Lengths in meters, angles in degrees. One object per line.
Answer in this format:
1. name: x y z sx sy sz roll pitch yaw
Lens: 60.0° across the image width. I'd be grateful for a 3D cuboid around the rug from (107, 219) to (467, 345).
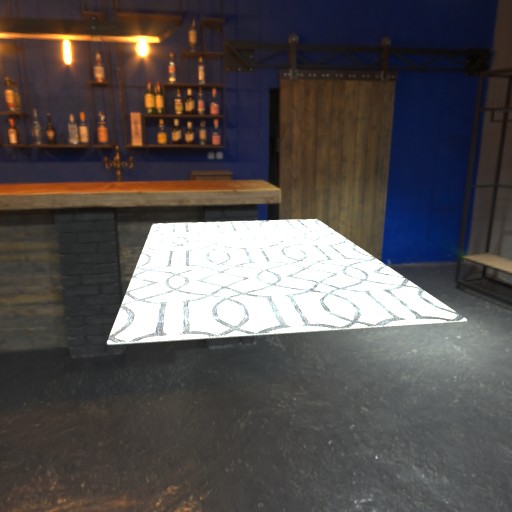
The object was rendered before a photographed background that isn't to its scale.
1. rug: 0.000 0.000 2.951 1.521 0.017 2.365 -2 16 -8
